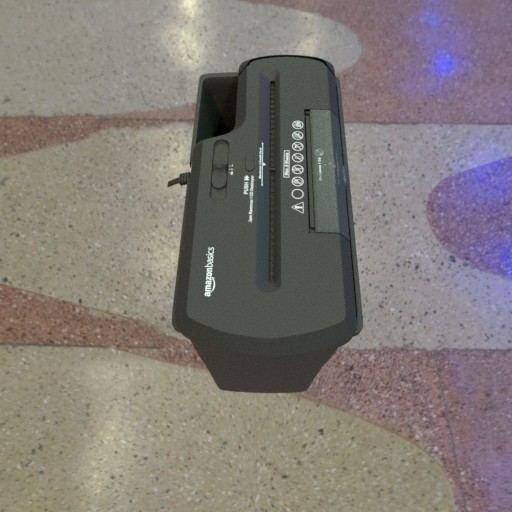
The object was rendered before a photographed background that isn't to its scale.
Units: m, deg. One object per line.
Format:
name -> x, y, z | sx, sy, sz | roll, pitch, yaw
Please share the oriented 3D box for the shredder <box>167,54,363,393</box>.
shredder -> 0.000, 0.000, 0.523 | 0.170, 0.335, 0.320 | 1, 62, 1
